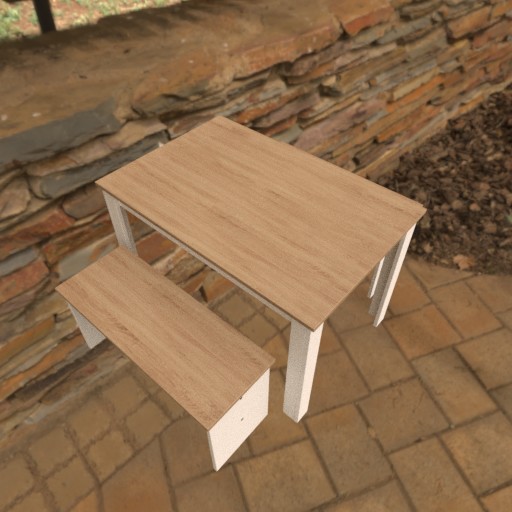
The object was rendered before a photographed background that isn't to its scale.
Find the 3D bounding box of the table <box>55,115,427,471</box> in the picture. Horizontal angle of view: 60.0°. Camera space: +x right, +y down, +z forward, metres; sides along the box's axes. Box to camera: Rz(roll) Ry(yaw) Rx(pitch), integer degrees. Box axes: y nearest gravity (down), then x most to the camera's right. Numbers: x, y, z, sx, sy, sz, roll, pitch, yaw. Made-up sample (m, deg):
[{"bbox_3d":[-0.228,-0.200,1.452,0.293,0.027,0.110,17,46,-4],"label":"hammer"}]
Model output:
[{"bbox_3d":[0.000,0.000,1.999,1.100,0.700,1.443,32,54,27],"label":"table"}]
